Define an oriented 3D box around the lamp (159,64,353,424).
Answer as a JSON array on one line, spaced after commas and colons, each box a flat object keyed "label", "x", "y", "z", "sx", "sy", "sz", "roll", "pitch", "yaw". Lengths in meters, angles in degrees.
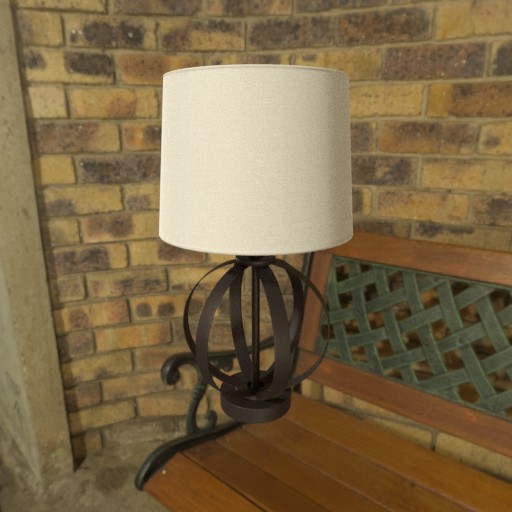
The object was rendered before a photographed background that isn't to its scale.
[{"label": "lamp", "x": 0.000, "y": 0.000, "z": 0.680, "sx": 0.286, "sy": 0.510, "sz": 0.286, "roll": 0, "pitch": 15, "yaw": 0}]
